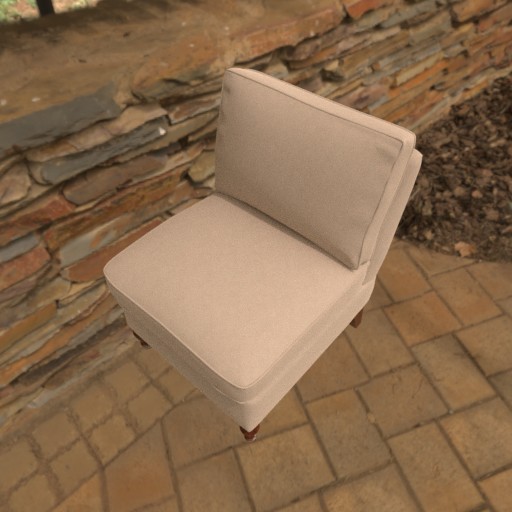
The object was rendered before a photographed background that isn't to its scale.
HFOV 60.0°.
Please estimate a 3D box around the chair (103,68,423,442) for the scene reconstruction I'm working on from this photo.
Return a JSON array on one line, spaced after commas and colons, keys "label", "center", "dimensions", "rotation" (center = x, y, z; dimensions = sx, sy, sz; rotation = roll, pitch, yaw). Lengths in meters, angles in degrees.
[{"label": "chair", "center": [0.000, 0.000, 1.652], "dimensions": [0.724, 1.052, 0.912], "rotation": [33, 55, 26]}]
